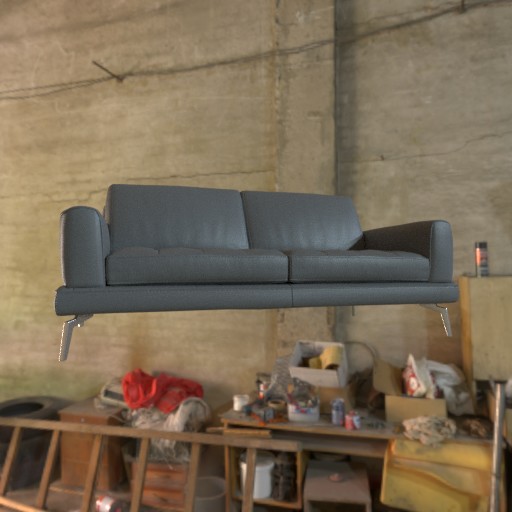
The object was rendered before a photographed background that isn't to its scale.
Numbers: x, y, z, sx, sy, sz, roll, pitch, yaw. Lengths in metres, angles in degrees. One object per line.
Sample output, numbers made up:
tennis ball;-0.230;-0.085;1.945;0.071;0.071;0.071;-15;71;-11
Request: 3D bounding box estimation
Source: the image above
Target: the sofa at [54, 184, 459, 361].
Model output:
sofa;0.000;0.000;2.729;2.177;0.930;1.121;0;-1;-18
